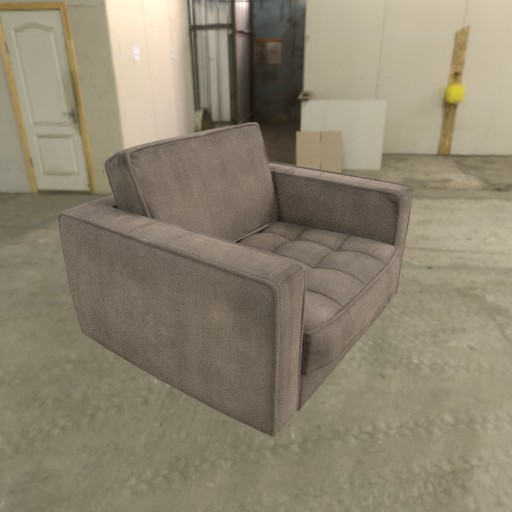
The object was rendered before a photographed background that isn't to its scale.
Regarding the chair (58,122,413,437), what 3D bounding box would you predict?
[{"bbox_3d":[0.000,0.000,1.498,0.843,0.773,0.928,17,30,32],"label":"chair"}]
